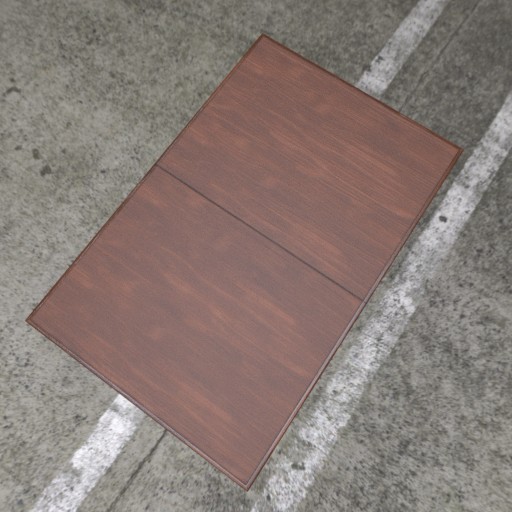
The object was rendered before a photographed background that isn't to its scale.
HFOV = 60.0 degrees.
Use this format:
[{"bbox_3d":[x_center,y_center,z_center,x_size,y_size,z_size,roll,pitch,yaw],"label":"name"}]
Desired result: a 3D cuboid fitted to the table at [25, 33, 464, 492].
[{"bbox_3d":[0.000,0.000,2.060,0.990,0.761,1.524,34,78,9],"label":"table"}]
